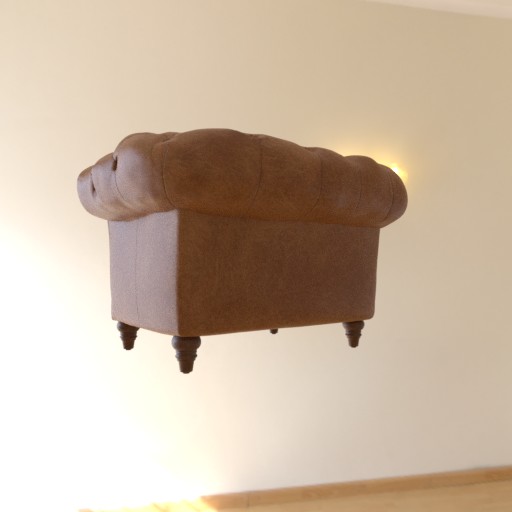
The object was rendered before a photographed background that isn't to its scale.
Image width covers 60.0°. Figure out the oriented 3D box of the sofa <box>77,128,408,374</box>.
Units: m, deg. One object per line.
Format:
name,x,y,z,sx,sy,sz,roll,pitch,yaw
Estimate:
sofa,0.000,0.000,2.030,1.405,0.878,1.033,1,-2,-37
